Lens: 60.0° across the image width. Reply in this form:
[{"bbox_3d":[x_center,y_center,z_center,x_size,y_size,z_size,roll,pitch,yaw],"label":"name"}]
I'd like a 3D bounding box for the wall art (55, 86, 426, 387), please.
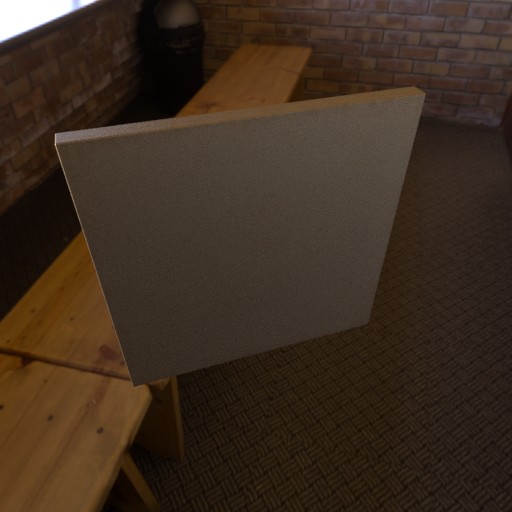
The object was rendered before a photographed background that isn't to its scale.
[{"bbox_3d":[0.000,0.000,0.752,0.503,0.506,0.030,-12,42,-14],"label":"wall art"}]
